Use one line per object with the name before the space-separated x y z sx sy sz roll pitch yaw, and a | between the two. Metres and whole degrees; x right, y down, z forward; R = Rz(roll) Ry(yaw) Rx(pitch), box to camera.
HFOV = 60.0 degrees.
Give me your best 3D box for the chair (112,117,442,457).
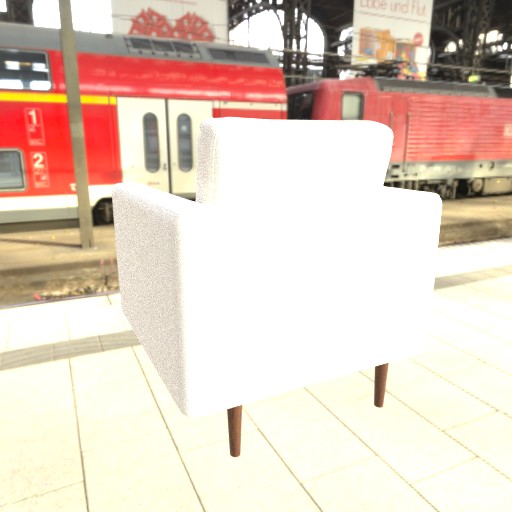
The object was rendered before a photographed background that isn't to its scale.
chair | 0.000 0.000 1.561 0.831 0.899 0.879 -7 16 -26
